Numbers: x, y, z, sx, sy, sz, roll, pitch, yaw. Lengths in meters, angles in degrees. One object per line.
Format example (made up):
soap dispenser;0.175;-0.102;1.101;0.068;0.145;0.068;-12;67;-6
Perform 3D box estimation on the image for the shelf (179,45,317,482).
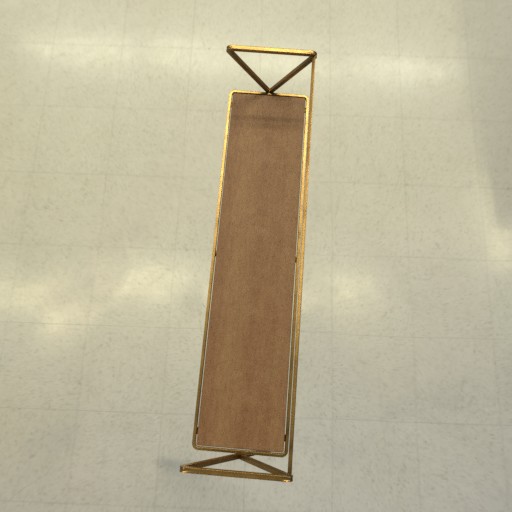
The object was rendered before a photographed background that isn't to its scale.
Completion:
shelf;0.000;0.000;0.758;0.150;0.229;0.645;5;77;1
